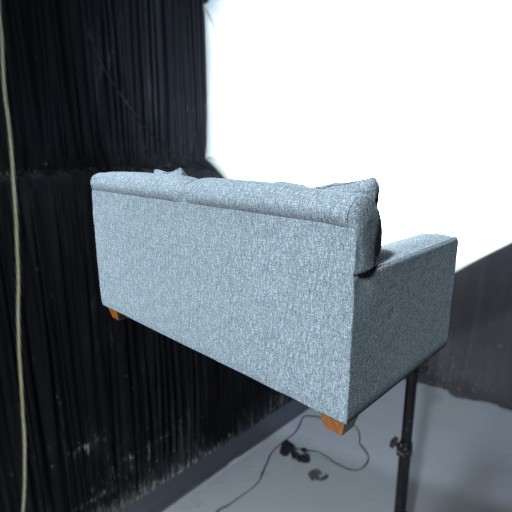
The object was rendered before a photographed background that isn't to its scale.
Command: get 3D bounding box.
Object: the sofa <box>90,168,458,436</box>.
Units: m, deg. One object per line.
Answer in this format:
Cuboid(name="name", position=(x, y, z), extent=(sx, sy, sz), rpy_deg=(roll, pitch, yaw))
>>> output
Cuboid(name="sofa", position=(0.000, 0.000, 2.464), extent=(1.846, 0.958, 0.998), rpy_deg=(13, 19, 42))
